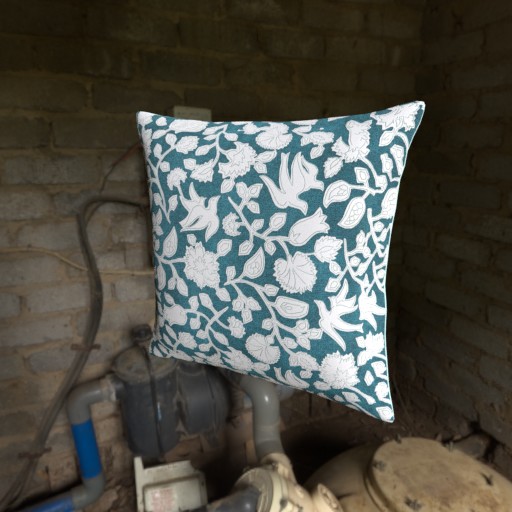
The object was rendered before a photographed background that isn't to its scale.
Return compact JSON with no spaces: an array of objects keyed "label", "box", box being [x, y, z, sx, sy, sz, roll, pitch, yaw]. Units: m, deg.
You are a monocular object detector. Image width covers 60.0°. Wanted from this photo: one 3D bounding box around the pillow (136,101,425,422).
[{"label":"pillow","box":[0.000,0.000,0.794,0.525,0.508,0.166,8,17,27]}]
